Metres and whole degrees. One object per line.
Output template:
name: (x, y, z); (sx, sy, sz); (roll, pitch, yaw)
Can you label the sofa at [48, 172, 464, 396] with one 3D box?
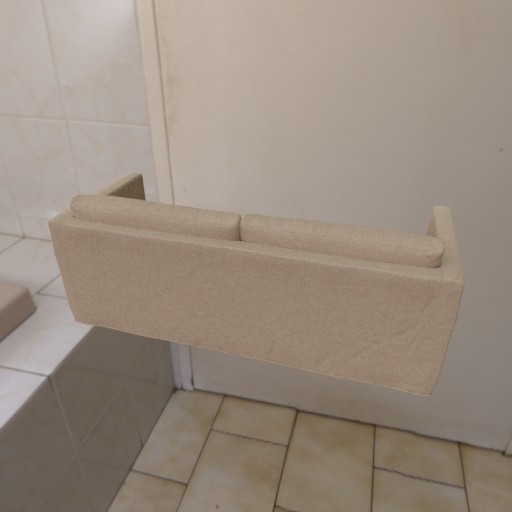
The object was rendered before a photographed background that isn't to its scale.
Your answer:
sofa: (0.000, 0.000, 2.829); (2.312, 0.853, 0.962); (9, 31, 15)
